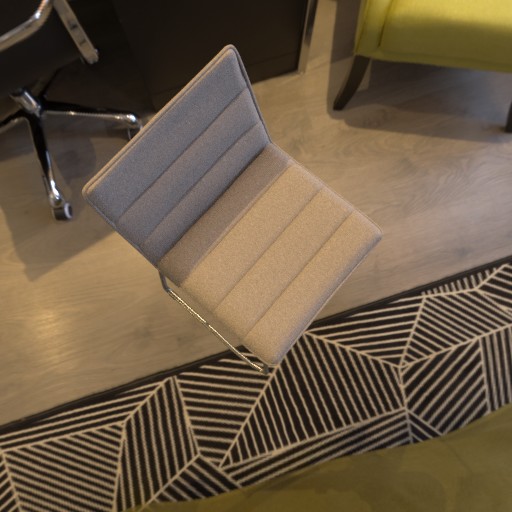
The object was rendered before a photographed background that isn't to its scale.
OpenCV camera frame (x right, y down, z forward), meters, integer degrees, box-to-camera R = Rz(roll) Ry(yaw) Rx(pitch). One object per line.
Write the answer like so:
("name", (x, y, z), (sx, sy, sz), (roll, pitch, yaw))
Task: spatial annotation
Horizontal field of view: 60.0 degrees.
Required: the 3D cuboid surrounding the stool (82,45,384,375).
("stool", (0.000, 0.000, 1.201), (0.490, 0.960, 0.490), (40, 80, 8))
